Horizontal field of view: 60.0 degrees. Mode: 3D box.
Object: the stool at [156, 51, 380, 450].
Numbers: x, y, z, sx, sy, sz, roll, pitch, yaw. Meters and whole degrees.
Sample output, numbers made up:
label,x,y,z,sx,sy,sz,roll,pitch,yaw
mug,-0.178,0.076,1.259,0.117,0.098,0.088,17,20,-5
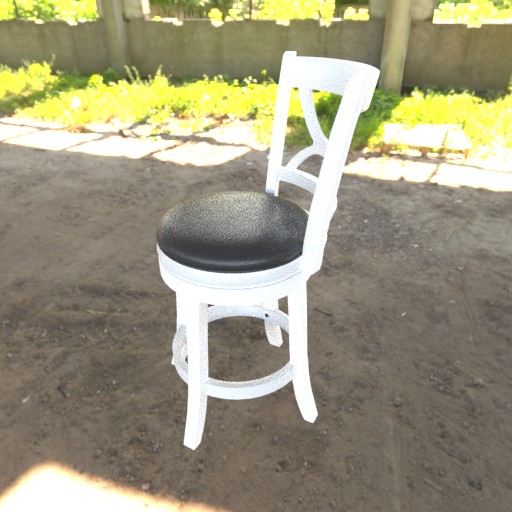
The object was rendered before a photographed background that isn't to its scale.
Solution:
label,x,y,z,sx,sy,sz,roll,pitch,yaw
stool,0.000,0.000,1.179,0.508,0.953,0.444,-8,30,-13
